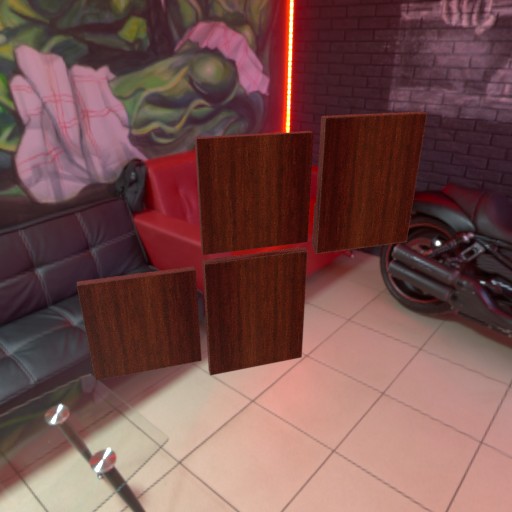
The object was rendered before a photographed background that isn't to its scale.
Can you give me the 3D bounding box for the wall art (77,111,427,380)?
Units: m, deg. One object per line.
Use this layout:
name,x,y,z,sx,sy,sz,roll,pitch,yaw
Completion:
wall art,0.000,0.000,0.834,0.635,0.497,0.030,-7,26,-15
